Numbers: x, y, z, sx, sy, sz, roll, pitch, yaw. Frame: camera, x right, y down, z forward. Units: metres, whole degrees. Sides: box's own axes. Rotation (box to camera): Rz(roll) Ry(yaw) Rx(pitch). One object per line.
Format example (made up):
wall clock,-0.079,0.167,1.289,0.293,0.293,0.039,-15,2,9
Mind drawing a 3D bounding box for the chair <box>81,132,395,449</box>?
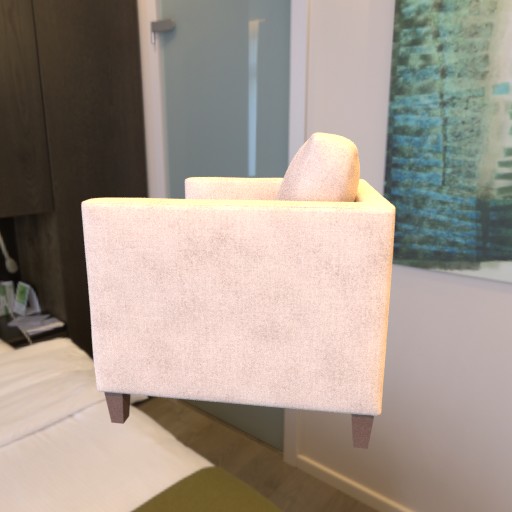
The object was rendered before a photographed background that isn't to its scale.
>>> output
chair,0.000,0.000,1.841,0.959,0.961,1.133,2,14,9
